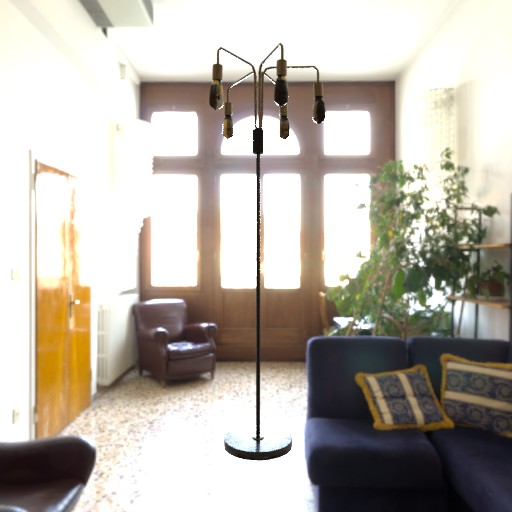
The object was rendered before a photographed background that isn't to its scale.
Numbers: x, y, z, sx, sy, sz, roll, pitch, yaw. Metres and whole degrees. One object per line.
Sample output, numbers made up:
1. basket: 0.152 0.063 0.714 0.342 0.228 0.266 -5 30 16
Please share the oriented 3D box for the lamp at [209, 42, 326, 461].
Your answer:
1. lamp: 0.000 0.000 2.016 0.572 1.721 0.599 0 0 -35
